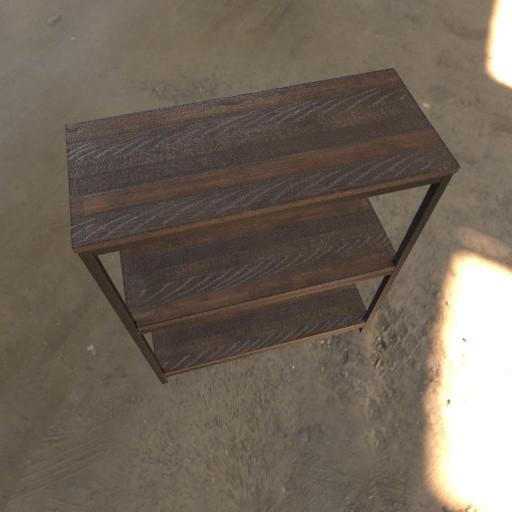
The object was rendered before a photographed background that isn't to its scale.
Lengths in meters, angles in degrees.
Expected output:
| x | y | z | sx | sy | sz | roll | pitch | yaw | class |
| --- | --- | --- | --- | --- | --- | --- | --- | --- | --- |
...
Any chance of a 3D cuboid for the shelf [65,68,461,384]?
| x | y | z | sx | sy | sz | roll | pitch | yaw | class |
| --- | --- | --- | --- | --- | --- | --- | --- | --- | --- |
| 0.000 | 0.000 | 1.396 | 0.822 | 0.947 | 0.352 | -13 | 59 | -8 | shelf |
